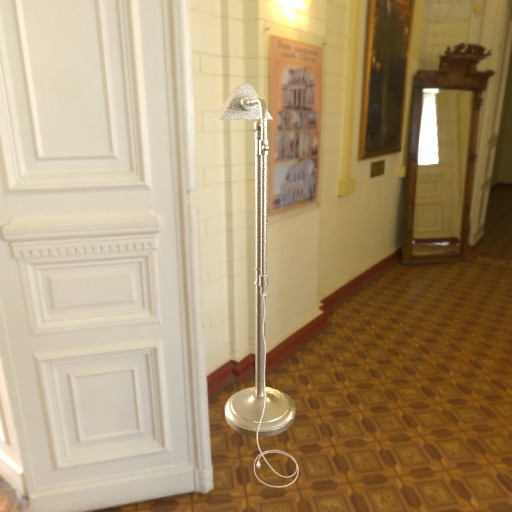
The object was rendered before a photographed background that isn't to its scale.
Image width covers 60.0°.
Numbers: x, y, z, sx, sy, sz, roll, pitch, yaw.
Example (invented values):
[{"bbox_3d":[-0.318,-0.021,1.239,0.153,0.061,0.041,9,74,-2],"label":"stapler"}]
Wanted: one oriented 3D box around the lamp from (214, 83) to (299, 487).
[{"bbox_3d":[0.000,0.000,0.951,0.159,0.708,0.546,-3,18,-9],"label":"lamp"}]
